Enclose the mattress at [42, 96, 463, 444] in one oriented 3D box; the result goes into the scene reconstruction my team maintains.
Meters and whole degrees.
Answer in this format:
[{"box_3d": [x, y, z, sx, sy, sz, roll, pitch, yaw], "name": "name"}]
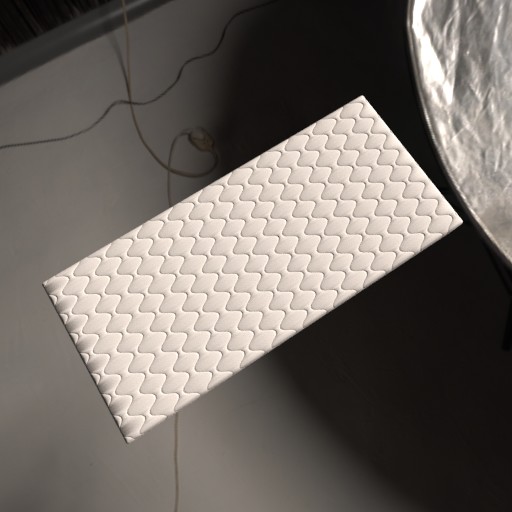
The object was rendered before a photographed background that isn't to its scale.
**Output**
[{"box_3d": [0.000, 0.000, 2.334, 2.000, 0.200, 0.900, -32, 78, -8], "name": "mattress"}]
